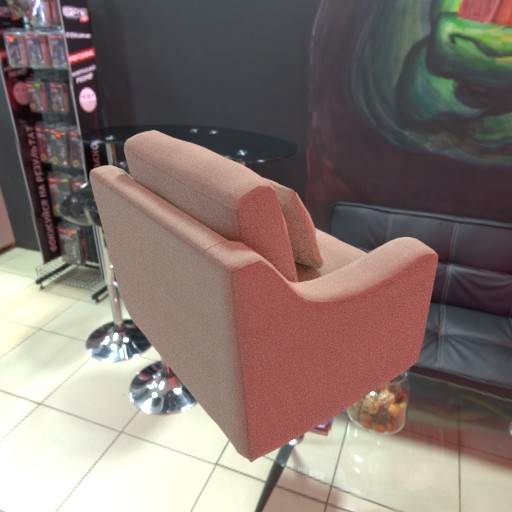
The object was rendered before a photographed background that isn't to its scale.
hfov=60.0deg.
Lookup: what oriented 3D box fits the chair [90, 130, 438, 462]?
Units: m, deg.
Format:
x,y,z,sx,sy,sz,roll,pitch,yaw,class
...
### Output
x,y,z,sx,sy,sz,roll,pitch,yaw,class
0.000,0.000,1.949,1.009,1.016,1.178,-18,32,-32,chair
